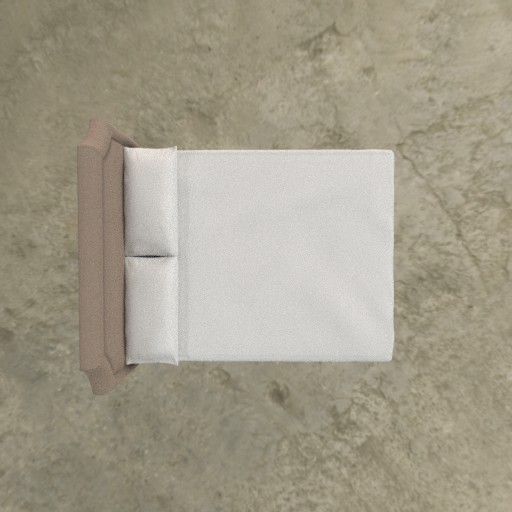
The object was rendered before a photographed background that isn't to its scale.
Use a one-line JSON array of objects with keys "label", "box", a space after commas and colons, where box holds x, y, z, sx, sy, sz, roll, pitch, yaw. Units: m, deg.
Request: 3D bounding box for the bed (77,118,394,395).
[{"label": "bed", "box": [0.000, 0.000, 3.302, 2.164, 1.303, 1.828, 0, 92, 1]}]
